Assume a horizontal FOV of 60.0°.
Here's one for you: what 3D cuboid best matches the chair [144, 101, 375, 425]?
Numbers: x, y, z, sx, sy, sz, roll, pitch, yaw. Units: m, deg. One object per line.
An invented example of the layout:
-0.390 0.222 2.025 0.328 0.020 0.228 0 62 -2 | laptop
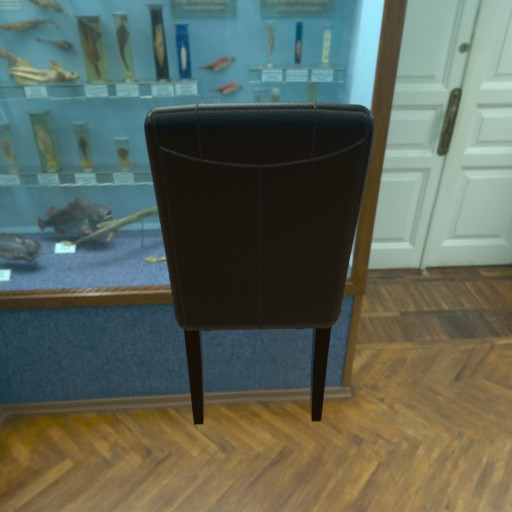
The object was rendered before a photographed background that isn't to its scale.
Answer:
0.000 0.000 1.193 0.399 0.897 0.556 -1 30 -2 | chair
